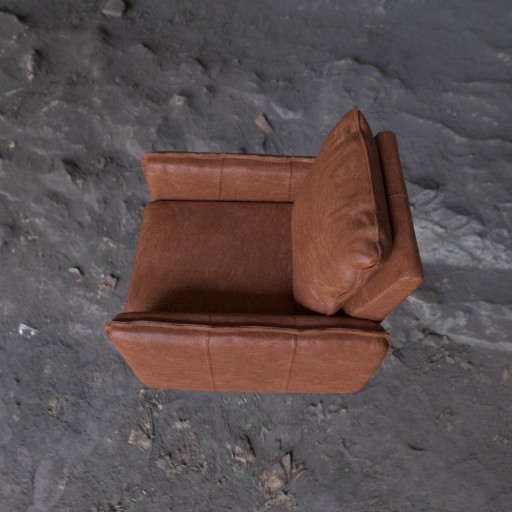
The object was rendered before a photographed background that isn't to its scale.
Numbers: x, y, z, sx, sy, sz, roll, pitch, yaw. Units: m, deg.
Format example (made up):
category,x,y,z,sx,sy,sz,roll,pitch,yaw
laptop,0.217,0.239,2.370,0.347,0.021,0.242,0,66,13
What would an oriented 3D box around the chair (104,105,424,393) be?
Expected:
category,x,y,z,sx,sy,sz,roll,pitch,yaw
chair,0.000,0.000,1.634,0.922,0.922,0.830,1,58,1
